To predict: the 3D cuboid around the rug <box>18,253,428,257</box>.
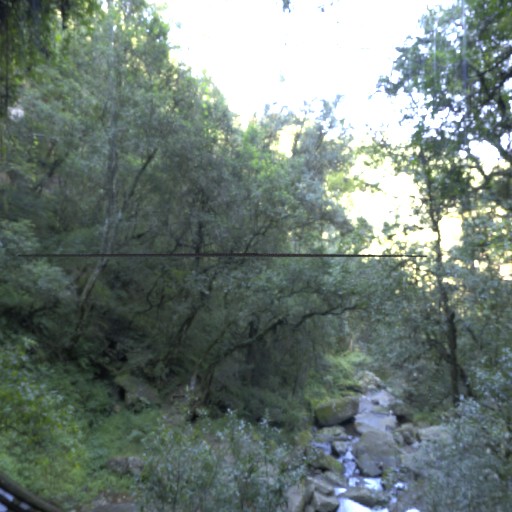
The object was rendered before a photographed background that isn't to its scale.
[{"bbox_3d":[0.000,0.000,2.876,1.600,0.013,2.260,0,0,35],"label":"rug"}]
